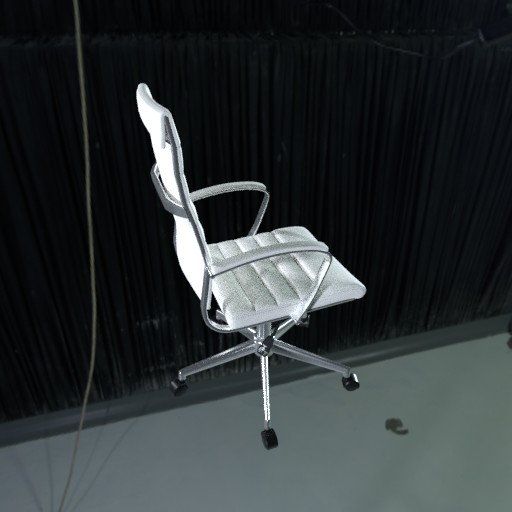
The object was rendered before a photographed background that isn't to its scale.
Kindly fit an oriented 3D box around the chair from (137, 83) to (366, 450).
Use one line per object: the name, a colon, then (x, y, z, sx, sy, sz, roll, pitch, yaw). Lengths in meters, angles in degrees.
chair: (0.000, 0.000, 1.606, 0.739, 1.149, 0.766, -10, 32, -17)
